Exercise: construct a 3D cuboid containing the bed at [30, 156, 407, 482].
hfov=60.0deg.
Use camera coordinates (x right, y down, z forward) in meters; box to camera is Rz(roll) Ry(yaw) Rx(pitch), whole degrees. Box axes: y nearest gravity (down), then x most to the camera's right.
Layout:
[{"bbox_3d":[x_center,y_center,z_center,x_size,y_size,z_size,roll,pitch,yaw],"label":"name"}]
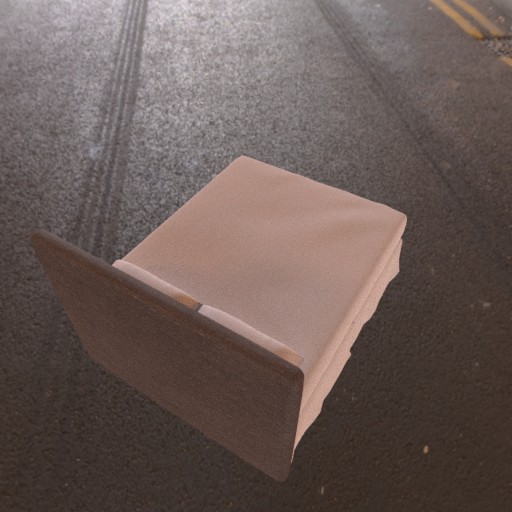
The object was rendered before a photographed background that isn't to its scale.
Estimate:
[{"bbox_3d":[0.000,0.000,3.169,1.723,1.330,2.142,24,51,21],"label":"bed"}]
